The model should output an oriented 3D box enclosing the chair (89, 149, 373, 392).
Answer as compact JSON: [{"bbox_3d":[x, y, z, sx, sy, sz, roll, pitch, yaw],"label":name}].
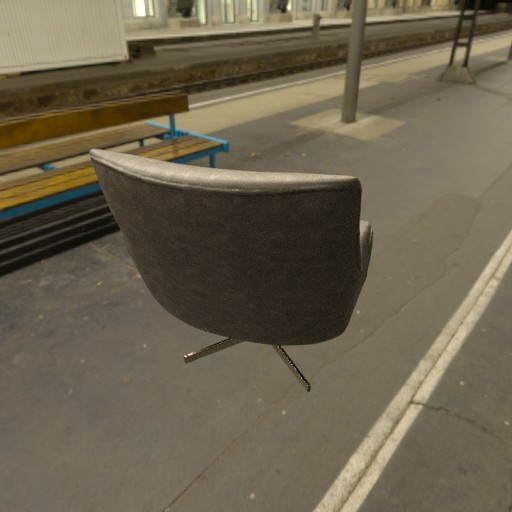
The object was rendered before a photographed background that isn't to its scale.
[{"bbox_3d":[0.000,0.000,1.513,0.738,0.870,0.874,9,32,15],"label":"chair"}]
